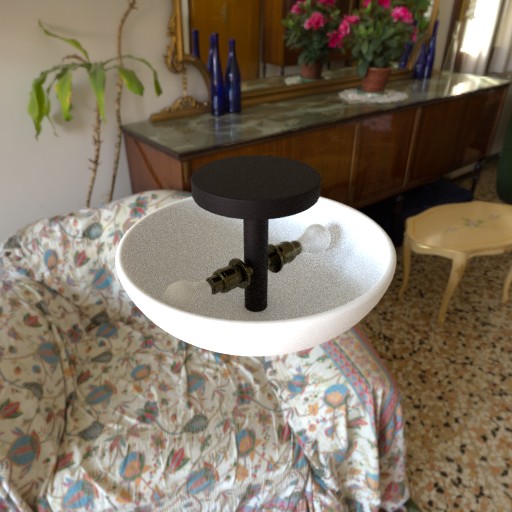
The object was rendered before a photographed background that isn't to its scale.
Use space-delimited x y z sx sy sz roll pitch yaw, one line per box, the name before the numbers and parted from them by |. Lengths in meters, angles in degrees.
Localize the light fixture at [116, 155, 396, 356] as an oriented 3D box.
light fixture | 0.000 0.000 0.552 0.331 0.212 0.331 0 30 0
